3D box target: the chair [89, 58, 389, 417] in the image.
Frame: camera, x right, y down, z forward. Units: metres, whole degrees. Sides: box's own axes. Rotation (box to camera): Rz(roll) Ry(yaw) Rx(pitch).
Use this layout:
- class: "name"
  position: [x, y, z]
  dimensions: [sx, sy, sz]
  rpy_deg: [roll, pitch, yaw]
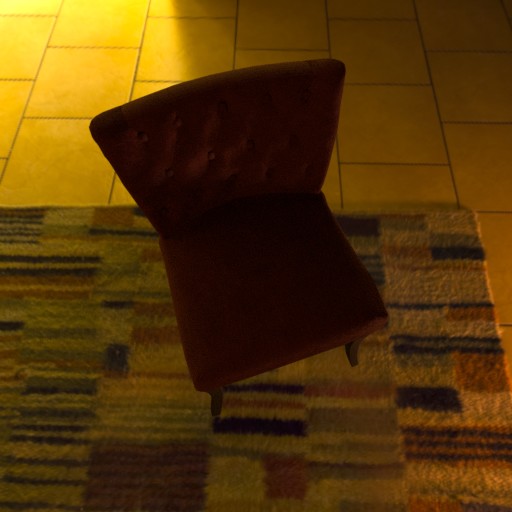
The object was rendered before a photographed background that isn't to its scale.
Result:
- class: "chair"
  position: [0.000, 0.000, 1.187]
  dimensions: [0.582, 0.750, 0.605]
  rpy_deg: [-17, 64, -8]
